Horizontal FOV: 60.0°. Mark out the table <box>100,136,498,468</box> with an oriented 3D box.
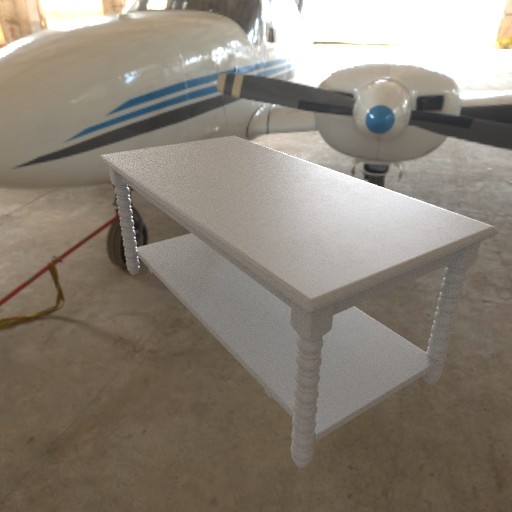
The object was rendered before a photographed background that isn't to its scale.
[{"bbox_3d":[0.000,0.000,1.423,0.580,0.487,1.171,-17,32,-30],"label":"table"}]
